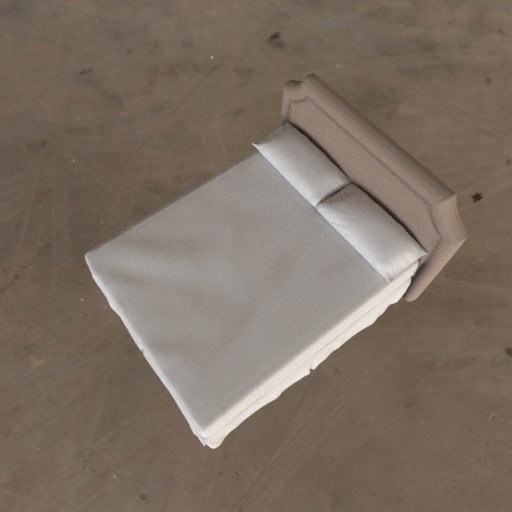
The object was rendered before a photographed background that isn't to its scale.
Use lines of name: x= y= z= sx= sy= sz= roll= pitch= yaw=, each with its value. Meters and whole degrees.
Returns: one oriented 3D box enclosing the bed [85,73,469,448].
bed: x=0.000 y=0.000 z=3.297 sx=2.164 sy=1.303 sz=1.828 roll=-34 pitch=68 yaw=-16
